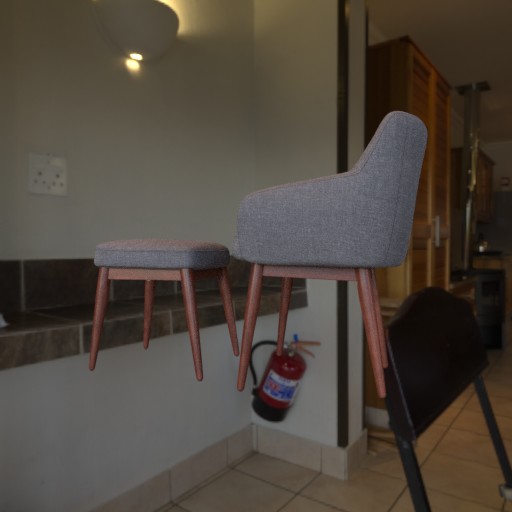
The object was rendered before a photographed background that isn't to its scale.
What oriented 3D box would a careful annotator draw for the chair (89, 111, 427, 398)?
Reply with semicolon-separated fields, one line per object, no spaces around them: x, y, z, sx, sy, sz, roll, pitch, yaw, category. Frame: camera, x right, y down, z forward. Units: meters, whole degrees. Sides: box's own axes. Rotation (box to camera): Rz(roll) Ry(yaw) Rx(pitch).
0.000;0.000;1.539;1.107;0.799;0.584;0;1;17;chair
